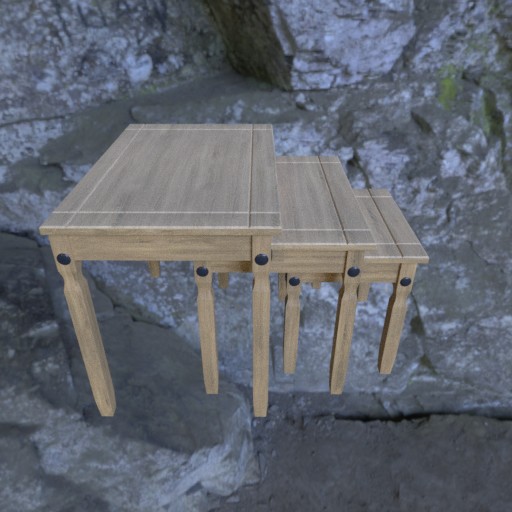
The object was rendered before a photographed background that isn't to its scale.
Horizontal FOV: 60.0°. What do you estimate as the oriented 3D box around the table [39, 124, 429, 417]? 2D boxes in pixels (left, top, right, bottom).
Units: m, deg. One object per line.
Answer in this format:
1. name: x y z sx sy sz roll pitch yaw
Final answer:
1. table: 0.000 0.000 1.210 0.773 0.535 0.660 0 32 0
